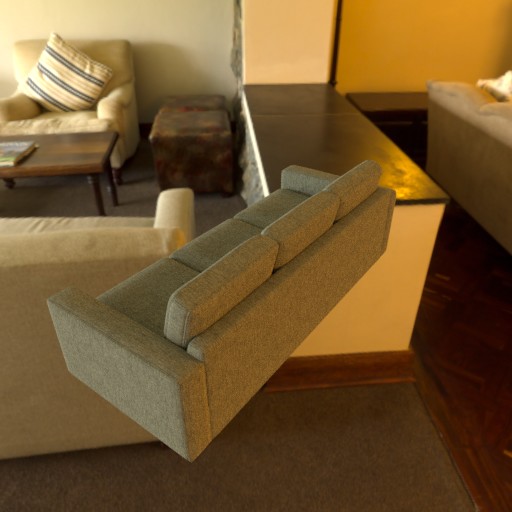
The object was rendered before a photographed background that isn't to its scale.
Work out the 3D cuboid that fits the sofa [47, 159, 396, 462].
[{"bbox_3d":[0.000,0.000,2.664,0.900,0.800,2.160,21,38,30],"label":"sofa"}]
